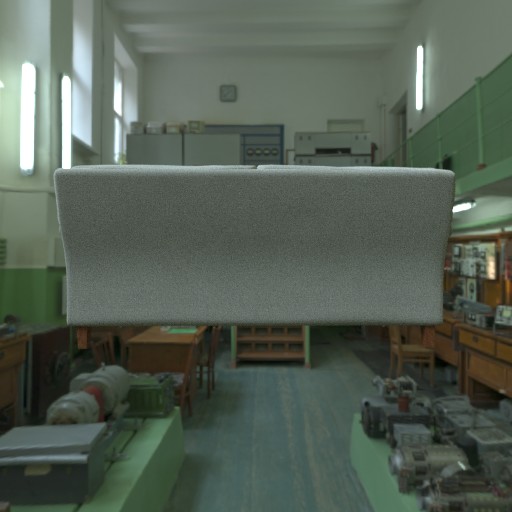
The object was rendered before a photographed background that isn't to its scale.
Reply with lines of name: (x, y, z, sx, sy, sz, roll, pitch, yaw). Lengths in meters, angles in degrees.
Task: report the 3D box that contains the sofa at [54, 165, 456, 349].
sofa: (0.000, 0.000, 2.711, 2.070, 0.997, 1.091, 0, -1, -1)
